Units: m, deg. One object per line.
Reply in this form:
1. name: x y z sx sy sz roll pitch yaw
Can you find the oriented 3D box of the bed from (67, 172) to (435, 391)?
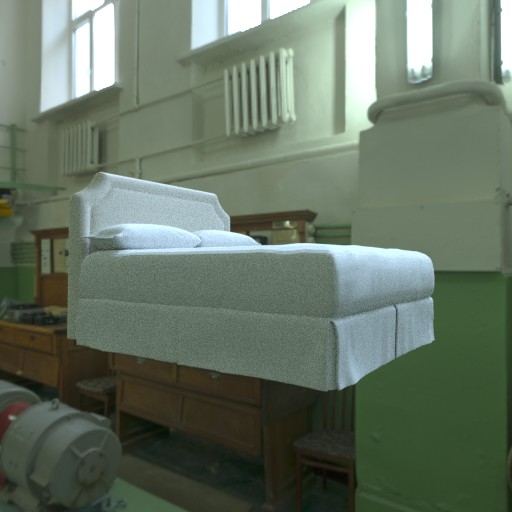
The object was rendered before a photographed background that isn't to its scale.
1. bed: 0.000 0.000 3.912 2.548 1.524 2.134 -1 -1 36
